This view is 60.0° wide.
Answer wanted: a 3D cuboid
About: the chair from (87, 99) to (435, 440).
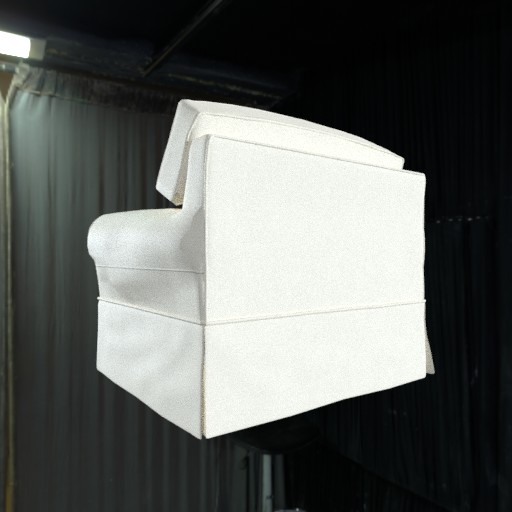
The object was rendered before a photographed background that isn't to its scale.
[{"bbox_3d":[0.000,0.000,1.775,1.099,0.958,0.904,0,0,-37],"label":"chair"}]
